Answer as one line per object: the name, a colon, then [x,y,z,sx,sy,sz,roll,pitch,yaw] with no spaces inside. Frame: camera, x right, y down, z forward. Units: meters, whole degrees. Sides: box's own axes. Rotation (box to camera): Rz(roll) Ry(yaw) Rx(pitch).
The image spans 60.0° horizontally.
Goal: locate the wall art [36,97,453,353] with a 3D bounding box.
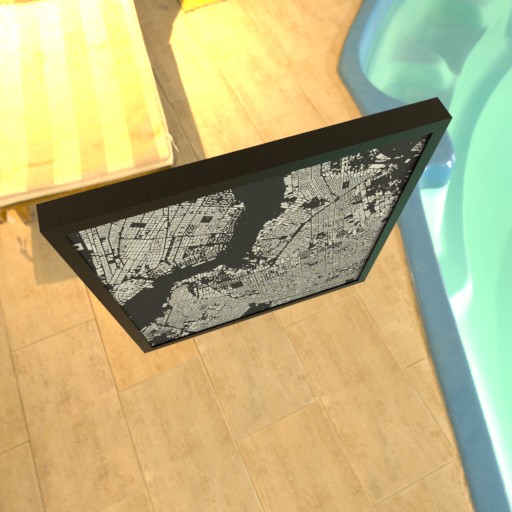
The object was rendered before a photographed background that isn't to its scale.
wall art: [0.000,0.000,0.748,0.506,0.506,0.038,-17,64,-9]
